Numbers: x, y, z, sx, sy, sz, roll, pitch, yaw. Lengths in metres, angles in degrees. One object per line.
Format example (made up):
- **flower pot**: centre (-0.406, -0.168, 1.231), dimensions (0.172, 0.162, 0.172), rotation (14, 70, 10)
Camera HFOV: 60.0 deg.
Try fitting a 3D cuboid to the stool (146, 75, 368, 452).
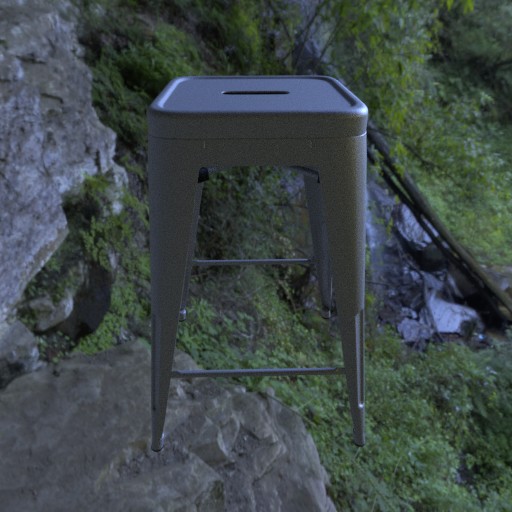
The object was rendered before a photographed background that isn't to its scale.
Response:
- **stool**: centre (0.000, 0.000, 0.855), dimensions (0.406, 0.610, 0.406), rotation (-1, 30, -1)
